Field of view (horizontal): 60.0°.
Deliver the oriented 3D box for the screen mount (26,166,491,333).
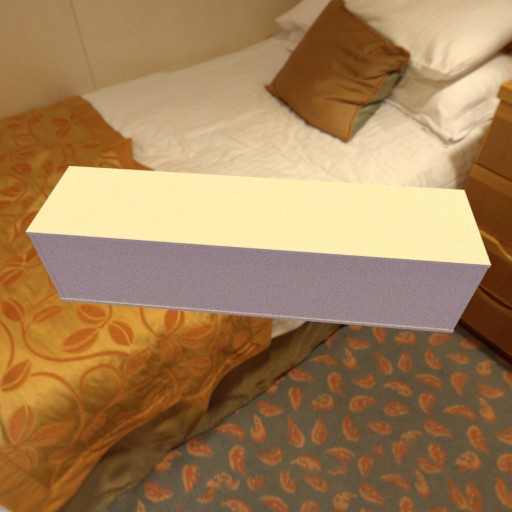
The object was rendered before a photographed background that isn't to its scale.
[{"bbox_3d":[0.000,0.000,1.848,1.600,0.520,0.418,4,47,4],"label":"screen mount"}]
